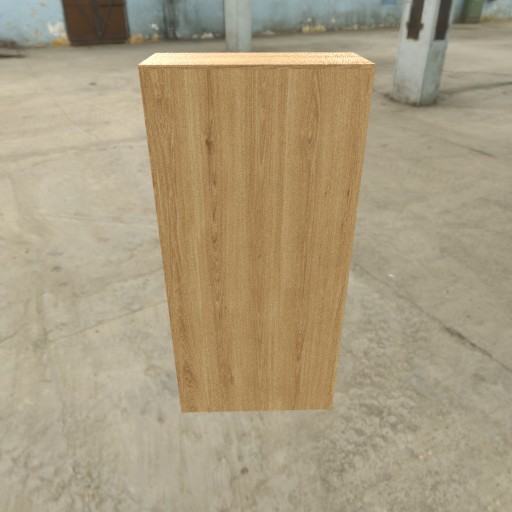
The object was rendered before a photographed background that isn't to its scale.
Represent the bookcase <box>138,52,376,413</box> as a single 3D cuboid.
[{"bbox_3d":[0.000,0.000,2.461,0.950,2.020,0.420,-1,30,-1],"label":"bookcase"}]
